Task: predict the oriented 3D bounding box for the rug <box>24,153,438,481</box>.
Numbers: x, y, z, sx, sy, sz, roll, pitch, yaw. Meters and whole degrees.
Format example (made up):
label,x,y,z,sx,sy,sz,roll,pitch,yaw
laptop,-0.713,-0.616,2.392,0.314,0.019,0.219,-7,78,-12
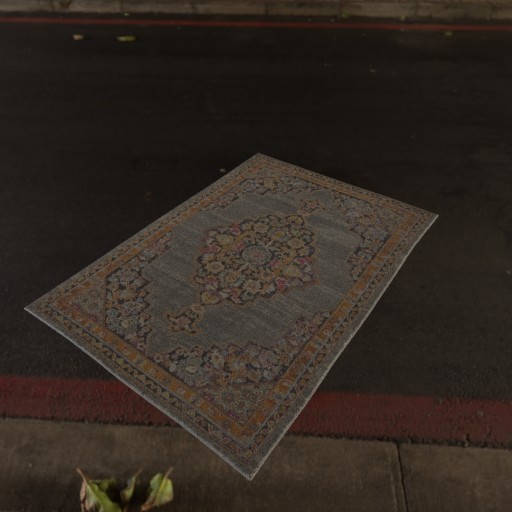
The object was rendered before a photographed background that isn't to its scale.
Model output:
label,x,y,z,sx,sy,sz,roll,pitch,yaw
rug,0.000,0.000,3.624,2.043,0.026,2.901,25,47,26
